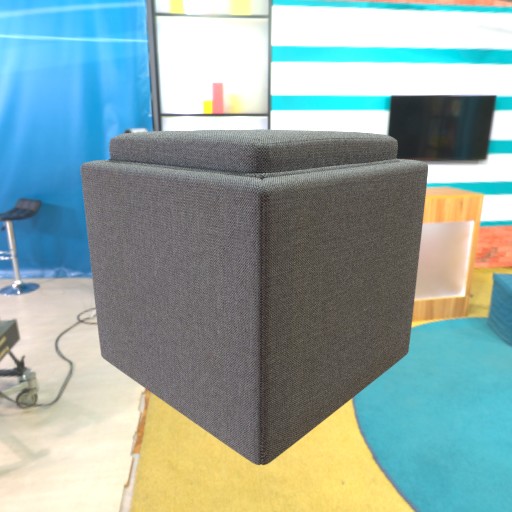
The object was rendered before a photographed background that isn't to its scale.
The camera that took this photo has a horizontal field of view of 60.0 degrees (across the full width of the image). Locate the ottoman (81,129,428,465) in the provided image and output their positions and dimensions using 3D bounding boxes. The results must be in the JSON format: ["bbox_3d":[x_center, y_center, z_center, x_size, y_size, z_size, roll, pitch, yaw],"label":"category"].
[{"bbox_3d":[0.000,0.000,0.838,0.450,0.460,0.450,15,22,41],"label":"ottoman"}]
